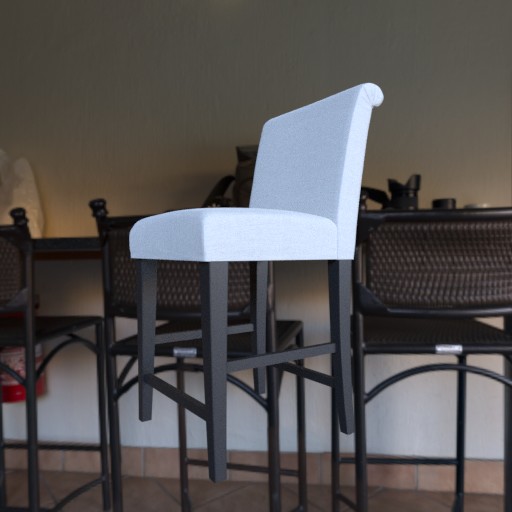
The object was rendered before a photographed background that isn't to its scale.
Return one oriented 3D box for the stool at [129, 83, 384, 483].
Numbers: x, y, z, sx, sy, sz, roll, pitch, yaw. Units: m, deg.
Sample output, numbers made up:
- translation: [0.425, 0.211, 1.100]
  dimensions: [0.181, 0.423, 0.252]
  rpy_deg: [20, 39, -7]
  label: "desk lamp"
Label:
- translation: [0.000, 0.000, 1.290]
  dimensions: [0.597, 0.976, 0.452]
  rpy_deg: [-1, 1, -36]
  label: "stool"
